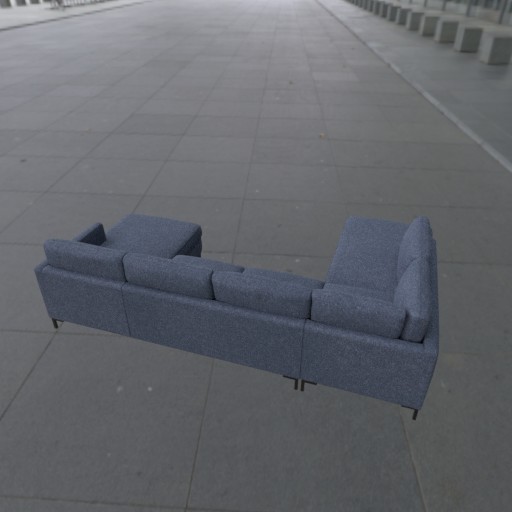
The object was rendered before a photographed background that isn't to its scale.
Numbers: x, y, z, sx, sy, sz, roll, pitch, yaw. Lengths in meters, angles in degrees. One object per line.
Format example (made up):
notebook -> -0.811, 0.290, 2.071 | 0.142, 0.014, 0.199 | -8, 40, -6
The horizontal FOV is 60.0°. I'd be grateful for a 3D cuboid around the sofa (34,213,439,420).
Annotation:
sofa -> 0.000, 0.000, 3.863 | 2.956, 0.813, 2.007 | 10, 34, 15
